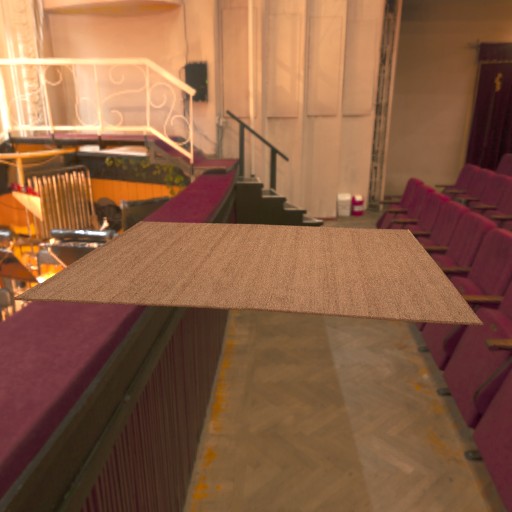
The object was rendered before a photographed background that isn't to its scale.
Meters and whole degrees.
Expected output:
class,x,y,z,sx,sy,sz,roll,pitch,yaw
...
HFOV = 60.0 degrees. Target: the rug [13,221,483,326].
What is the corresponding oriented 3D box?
class,x,y,z,sx,sy,sz,roll,pitch,yaw
rug,0.000,0.000,4.844,3.778,0.053,2.873,2,18,7
